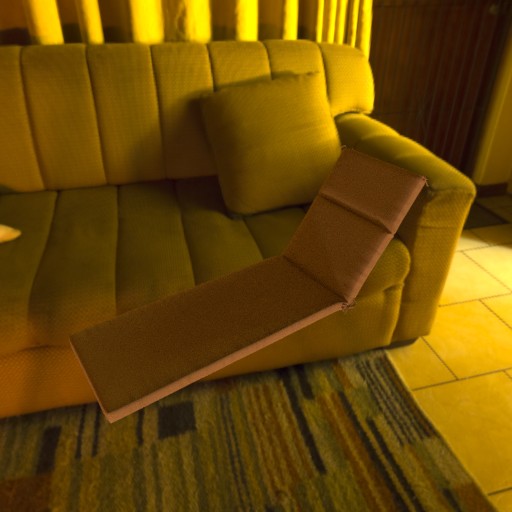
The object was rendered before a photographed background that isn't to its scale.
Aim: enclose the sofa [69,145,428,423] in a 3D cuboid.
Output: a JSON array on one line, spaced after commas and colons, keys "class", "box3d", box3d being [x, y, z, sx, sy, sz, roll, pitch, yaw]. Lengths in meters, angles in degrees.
[{"class": "sofa", "box3d": [0.000, 0.000, 2.035, 1.663, 0.622, 0.582, -20, 38, -29]}]
